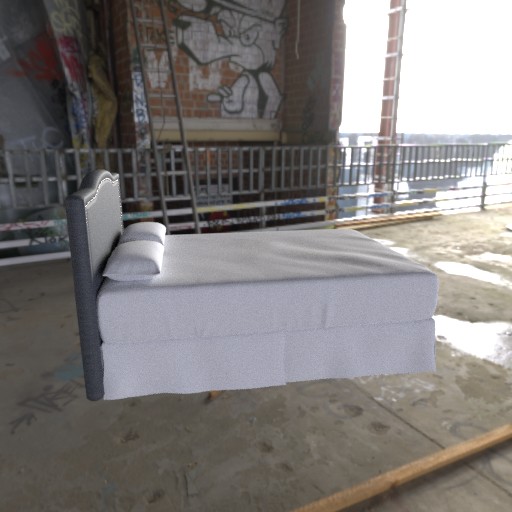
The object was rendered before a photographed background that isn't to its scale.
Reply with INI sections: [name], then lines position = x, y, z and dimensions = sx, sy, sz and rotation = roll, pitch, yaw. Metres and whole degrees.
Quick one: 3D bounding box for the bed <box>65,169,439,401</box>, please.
[bed]
position = 0.000, 0.000, 3.686
dimensions = 2.507, 1.441, 1.747
rotation = -3, 16, -10
